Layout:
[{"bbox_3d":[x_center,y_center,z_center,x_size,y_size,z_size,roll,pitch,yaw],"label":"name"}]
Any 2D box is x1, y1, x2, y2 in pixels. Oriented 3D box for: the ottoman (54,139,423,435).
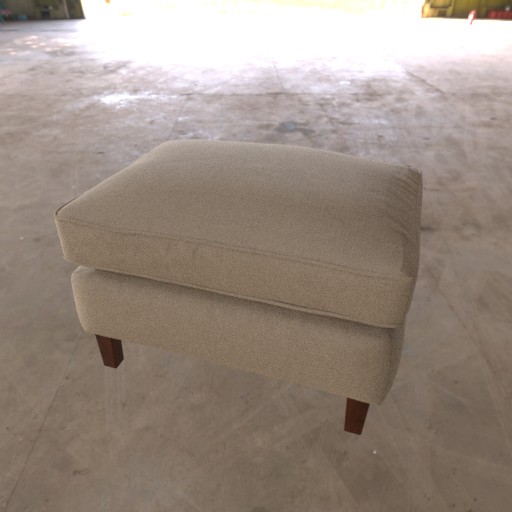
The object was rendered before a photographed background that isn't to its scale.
[{"bbox_3d":[0.000,0.000,0.997,0.665,0.456,0.501,10,34,15],"label":"ottoman"}]
